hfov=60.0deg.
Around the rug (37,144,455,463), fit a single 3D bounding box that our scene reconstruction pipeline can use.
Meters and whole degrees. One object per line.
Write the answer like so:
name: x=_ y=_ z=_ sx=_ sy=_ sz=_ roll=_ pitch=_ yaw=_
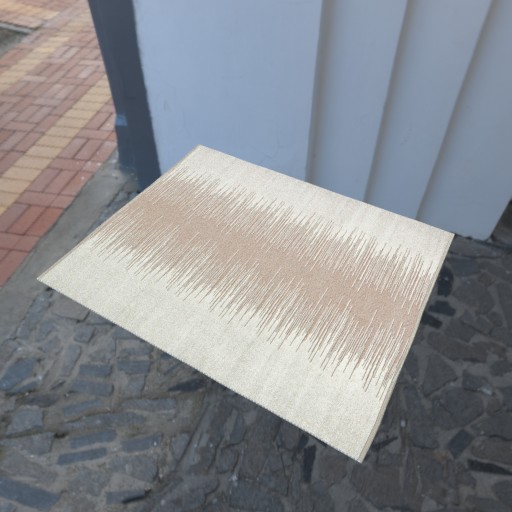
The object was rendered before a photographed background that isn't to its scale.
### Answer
rug: x=0.000 y=0.000 z=4.080 sx=3.048 sy=0.013 sz=2.438 roll=23 pitch=51 yaw=20
